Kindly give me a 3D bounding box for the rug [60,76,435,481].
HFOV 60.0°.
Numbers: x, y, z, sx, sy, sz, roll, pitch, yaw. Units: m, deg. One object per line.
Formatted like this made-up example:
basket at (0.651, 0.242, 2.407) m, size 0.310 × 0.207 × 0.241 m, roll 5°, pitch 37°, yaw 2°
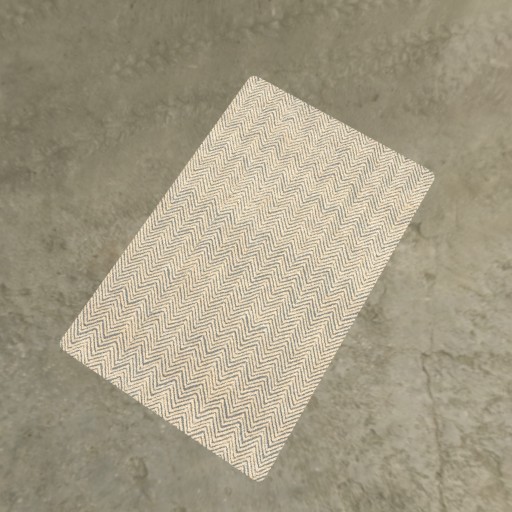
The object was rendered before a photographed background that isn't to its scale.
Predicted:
rug at (0.000, 0.000, 2.218) m, size 1.144 × 0.008 × 1.752 m, roll 31°, pitch 78°, yaw 7°
